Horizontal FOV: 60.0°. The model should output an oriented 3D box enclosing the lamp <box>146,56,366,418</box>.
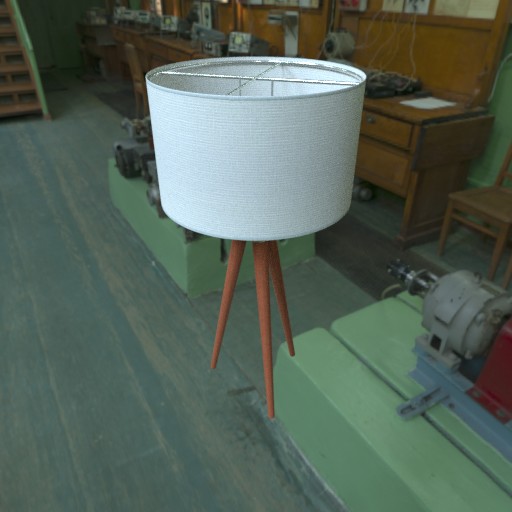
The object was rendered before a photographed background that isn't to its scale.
[{"bbox_3d":[0.000,0.000,0.914,0.354,0.709,0.355,-19,36,-27],"label":"lamp"}]
